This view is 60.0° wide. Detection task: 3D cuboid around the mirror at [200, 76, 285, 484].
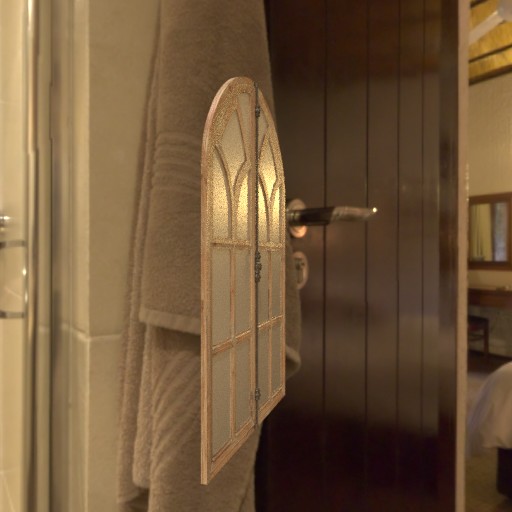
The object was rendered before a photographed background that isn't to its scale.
[{"bbox_3d":[0.000,0.000,1.175,0.032,0.915,0.609,0,0,19],"label":"mirror"}]
